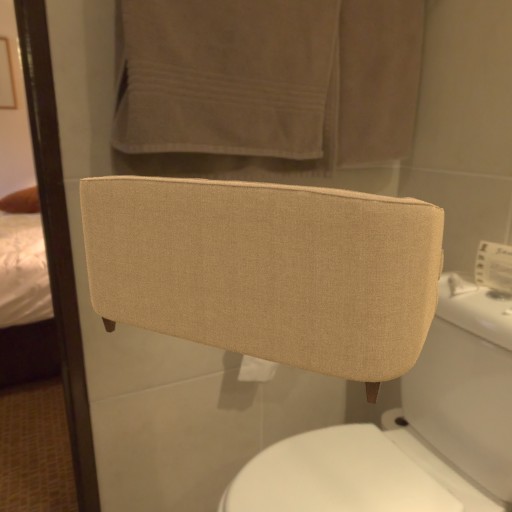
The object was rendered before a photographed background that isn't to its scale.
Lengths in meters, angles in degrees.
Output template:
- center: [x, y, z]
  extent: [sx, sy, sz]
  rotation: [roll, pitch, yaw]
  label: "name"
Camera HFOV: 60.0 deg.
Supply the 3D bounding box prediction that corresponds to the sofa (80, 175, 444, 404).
- center: [0.000, 0.000, 2.284]
  extent: [1.733, 0.855, 0.941]
  rotation: [8, 18, 26]
  label: "sofa"
